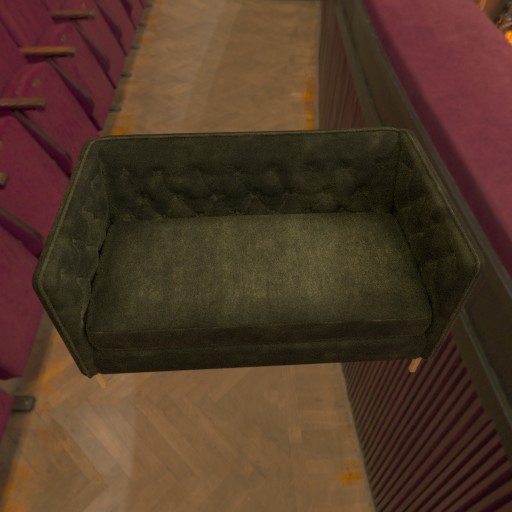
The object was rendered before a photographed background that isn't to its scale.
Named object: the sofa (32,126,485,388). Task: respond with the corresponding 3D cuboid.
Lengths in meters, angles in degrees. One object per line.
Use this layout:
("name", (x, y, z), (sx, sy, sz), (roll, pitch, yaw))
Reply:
("sofa", (0.000, 0.000, 2.010), (1.537, 0.768, 0.895), (-2, 46, -2))
